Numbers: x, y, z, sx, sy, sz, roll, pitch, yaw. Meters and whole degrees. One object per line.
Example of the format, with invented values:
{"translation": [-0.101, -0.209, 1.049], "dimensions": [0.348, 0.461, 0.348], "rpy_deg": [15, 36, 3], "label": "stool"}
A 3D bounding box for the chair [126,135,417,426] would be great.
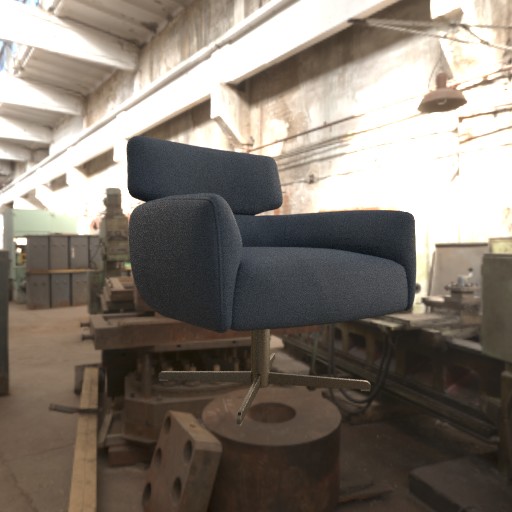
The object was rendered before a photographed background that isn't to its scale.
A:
{"translation": [0.000, 0.000, 1.410], "dimensions": [0.738, 0.813, 0.761], "rpy_deg": [0, 0, -35], "label": "chair"}
